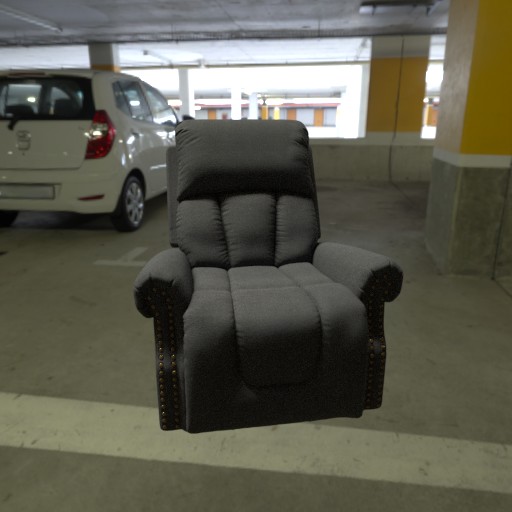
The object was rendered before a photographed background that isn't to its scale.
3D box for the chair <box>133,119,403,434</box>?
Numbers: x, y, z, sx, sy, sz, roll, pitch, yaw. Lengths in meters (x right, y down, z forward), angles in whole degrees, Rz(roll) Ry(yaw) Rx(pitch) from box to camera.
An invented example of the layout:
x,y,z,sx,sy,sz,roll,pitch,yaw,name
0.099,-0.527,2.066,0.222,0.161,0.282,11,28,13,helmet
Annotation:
x,y,z,sx,sy,sz,roll,pitch,yaw,name
0.000,0.000,1.740,0.871,1.031,0.979,-3,17,-9,chair
